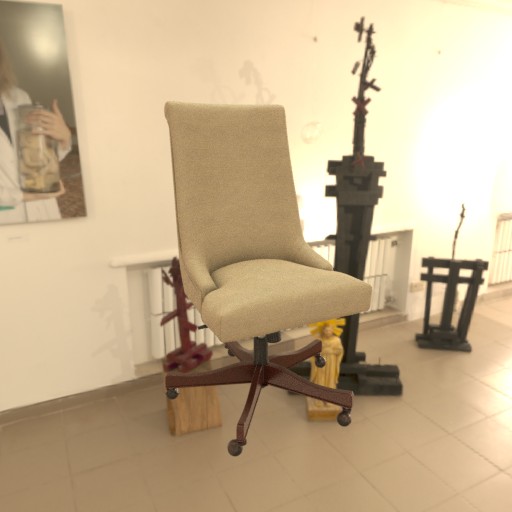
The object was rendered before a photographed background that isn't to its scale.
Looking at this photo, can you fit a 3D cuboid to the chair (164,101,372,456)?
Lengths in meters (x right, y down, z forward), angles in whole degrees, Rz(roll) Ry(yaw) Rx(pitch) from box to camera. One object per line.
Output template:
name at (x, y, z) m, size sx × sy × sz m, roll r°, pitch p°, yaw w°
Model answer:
chair at (0.000, 0.000, 1.503) m, size 0.645 × 1.010 × 0.696 m, roll -8°, pitch 17°, yaw -26°
